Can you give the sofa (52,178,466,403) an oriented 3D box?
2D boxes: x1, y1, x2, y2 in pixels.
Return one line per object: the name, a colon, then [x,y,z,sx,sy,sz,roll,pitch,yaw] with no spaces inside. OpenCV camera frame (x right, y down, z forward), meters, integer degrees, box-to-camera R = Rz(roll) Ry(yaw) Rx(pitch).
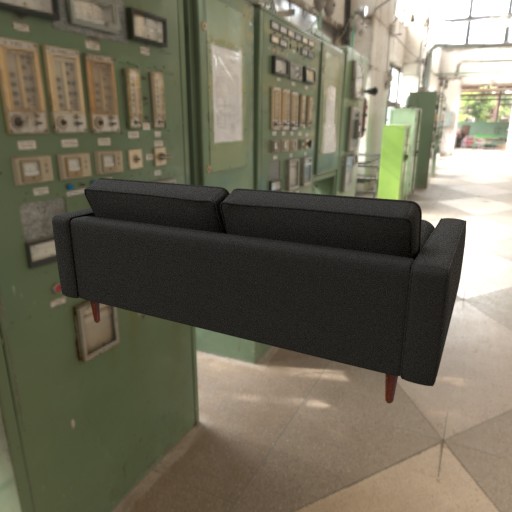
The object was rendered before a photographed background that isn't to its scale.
sofa: [0.000,0.000,2.255,1.875,0.759,0.914,9,19,26]
